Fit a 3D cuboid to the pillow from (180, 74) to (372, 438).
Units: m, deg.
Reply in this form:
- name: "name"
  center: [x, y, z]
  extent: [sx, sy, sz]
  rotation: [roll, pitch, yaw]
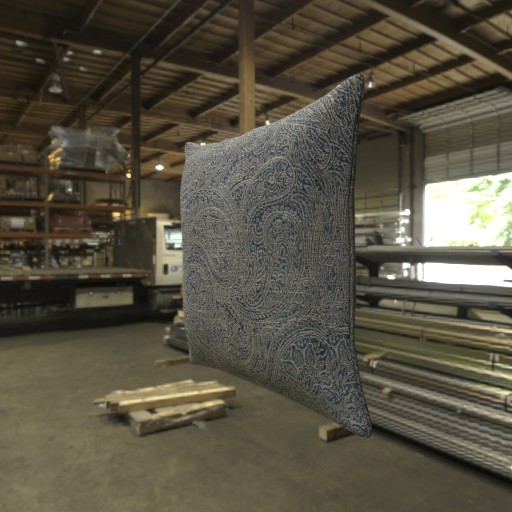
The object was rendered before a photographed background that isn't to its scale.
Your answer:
- name: "pillow"
  center: [0.000, 0.000, 0.817]
  extent: [0.166, 0.510, 0.523]
  rotation: [-1, 2, -36]
